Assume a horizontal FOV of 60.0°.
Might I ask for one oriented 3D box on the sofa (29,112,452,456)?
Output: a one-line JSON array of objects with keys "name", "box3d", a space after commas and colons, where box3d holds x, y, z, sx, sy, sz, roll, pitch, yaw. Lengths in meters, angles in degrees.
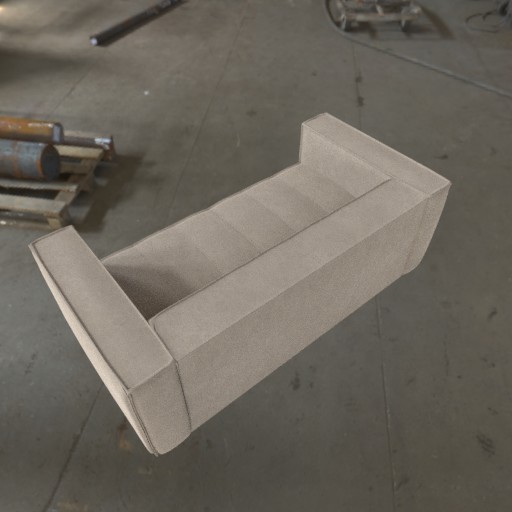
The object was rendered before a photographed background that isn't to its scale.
[{"name": "sofa", "box3d": [0.000, 0.000, 2.470, 1.995, 0.680, 1.038, -30, 53, -26]}]
